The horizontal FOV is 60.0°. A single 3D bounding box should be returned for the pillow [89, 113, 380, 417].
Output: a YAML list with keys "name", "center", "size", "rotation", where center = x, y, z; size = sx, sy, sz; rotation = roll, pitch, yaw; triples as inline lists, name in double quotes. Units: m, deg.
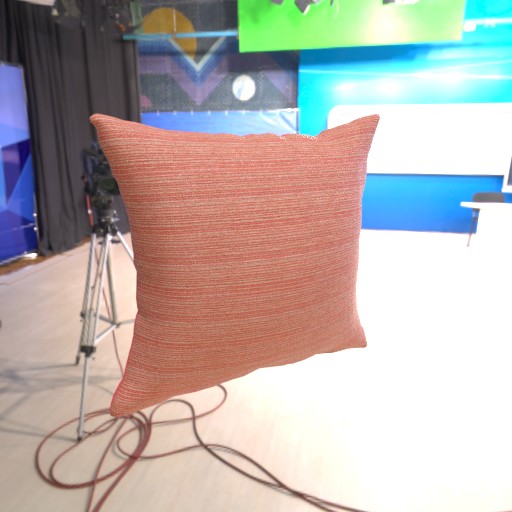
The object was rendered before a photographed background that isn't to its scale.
- name: "pillow"
  center: [0.000, 0.000, 0.811]
  size: [0.559, 0.501, 0.229]
  rotation: [-8, 18, -26]
